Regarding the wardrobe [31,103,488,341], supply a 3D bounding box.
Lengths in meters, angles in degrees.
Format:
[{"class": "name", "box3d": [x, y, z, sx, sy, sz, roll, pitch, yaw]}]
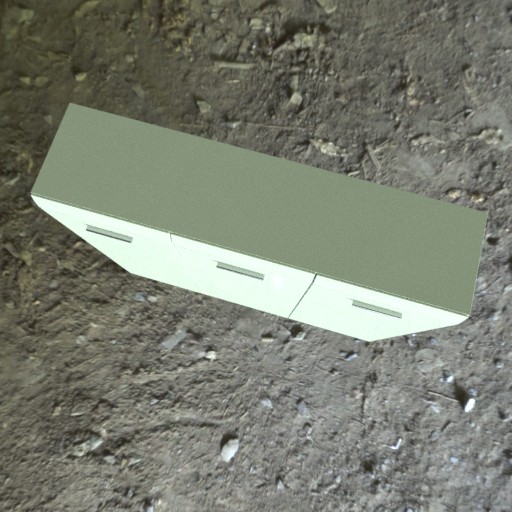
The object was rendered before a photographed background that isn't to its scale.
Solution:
[{"class": "wardrobe", "box3d": [0.000, 0.000, 1.912, 1.340, 1.200, 0.360, 16, 77, 4]}]
